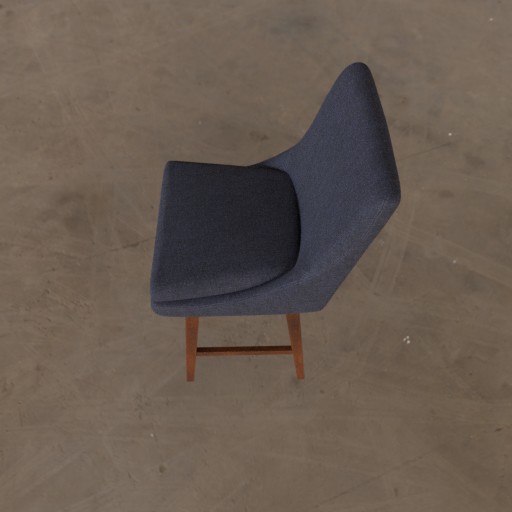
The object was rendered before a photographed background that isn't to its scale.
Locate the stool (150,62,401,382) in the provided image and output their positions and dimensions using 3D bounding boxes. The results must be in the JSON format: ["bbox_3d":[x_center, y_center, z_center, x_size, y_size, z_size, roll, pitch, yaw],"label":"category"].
[{"bbox_3d":[0.000,0.000,1.389,0.572,1.068,0.489,-1,58,-1],"label":"stool"}]
